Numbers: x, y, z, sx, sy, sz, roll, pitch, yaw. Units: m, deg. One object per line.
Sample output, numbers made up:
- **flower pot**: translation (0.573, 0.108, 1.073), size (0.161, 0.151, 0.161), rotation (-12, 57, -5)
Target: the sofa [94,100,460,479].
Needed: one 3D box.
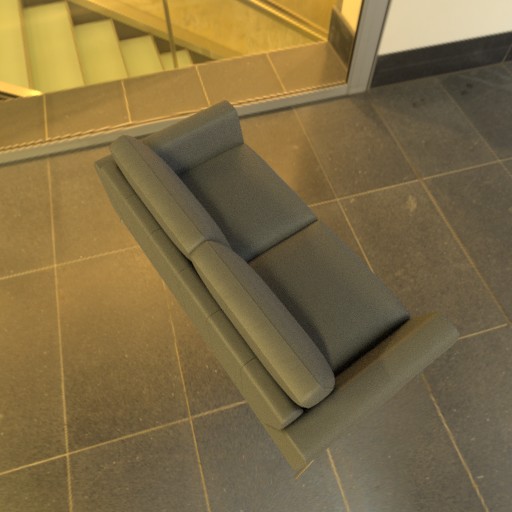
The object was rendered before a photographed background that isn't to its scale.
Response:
- **sofa**: translation (0.000, 0.000, 2.489), size (0.953, 0.875, 2.017), rotation (-32, 64, -17)
